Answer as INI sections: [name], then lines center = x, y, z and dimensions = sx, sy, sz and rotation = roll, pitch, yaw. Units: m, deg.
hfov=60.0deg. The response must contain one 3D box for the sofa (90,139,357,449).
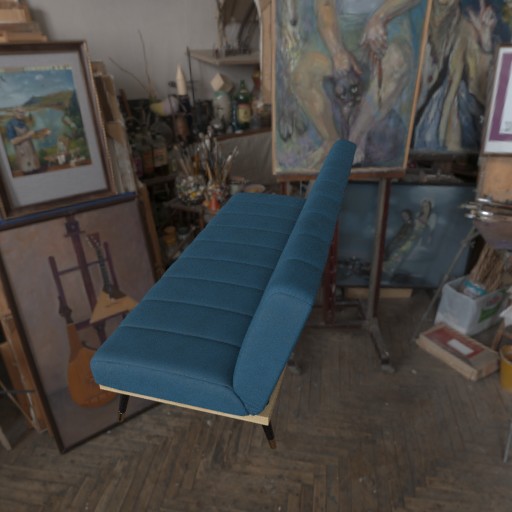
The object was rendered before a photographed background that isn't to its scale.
[sofa]
center = 0.000, 0.000, 2.296
dimensions = 0.830, 0.825, 1.810
rotation = 7, 30, 13
